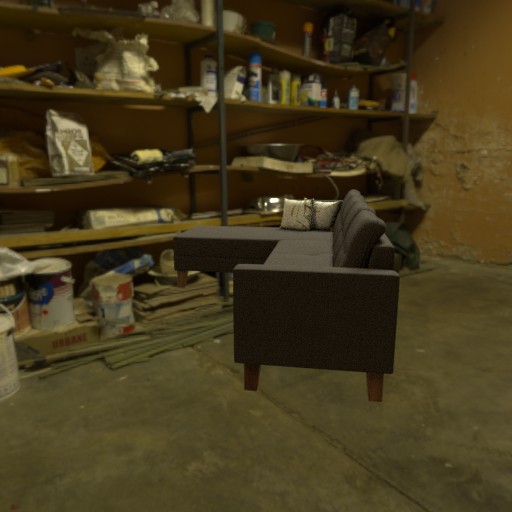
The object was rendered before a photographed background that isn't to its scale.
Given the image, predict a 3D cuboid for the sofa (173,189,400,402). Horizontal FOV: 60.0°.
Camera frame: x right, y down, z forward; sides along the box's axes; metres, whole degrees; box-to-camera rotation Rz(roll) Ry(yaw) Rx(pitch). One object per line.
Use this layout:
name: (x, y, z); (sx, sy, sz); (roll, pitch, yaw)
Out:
sofa: (0.000, 0.000, 3.551); (1.829, 0.932, 2.679); (2, 12, 10)
